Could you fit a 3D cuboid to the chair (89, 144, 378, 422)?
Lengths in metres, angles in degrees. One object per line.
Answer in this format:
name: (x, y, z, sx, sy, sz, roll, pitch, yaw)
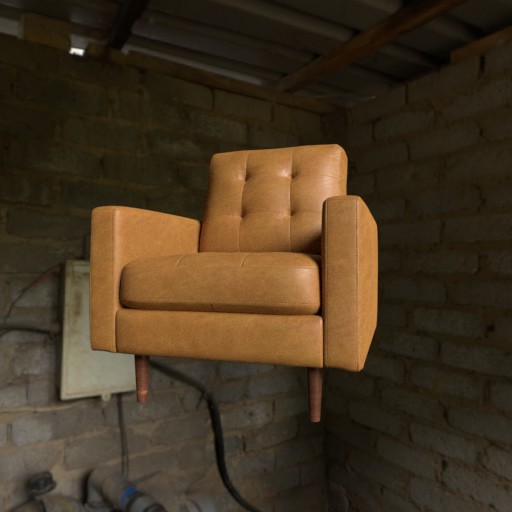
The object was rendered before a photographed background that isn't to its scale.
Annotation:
chair: (0.000, 0.000, 1.592, 0.831, 0.896, 0.868, 0, -1, 18)
